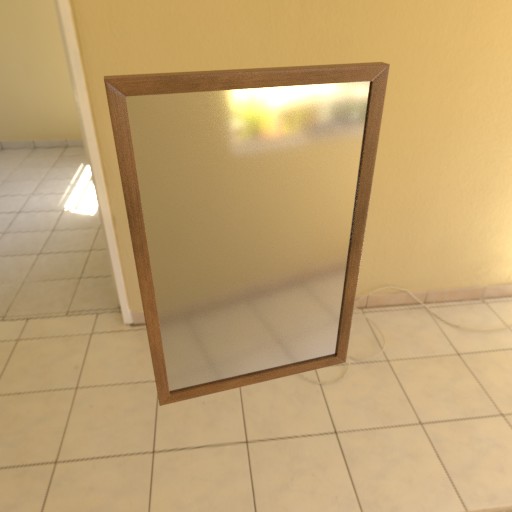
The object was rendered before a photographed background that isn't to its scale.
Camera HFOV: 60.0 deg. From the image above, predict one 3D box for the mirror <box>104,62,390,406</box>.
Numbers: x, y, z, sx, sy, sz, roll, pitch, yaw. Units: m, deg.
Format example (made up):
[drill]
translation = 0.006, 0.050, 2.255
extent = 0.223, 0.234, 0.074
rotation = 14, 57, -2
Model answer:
[mirror]
translation = 0.000, 0.000, 1.165
extent = 0.609, 0.915, 0.040
rotation = -9, 33, -14
